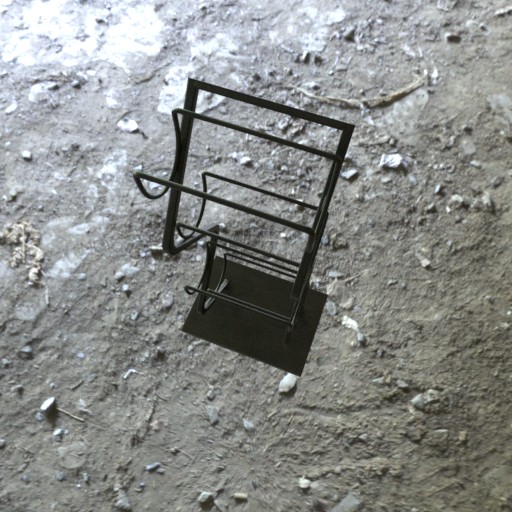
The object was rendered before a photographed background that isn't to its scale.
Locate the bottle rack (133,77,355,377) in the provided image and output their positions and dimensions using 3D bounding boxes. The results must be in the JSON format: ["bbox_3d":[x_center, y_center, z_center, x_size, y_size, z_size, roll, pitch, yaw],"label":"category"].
[{"bbox_3d":[0.000,0.000,0.666,0.254,0.559,0.178,19,66,9],"label":"bottle rack"}]
